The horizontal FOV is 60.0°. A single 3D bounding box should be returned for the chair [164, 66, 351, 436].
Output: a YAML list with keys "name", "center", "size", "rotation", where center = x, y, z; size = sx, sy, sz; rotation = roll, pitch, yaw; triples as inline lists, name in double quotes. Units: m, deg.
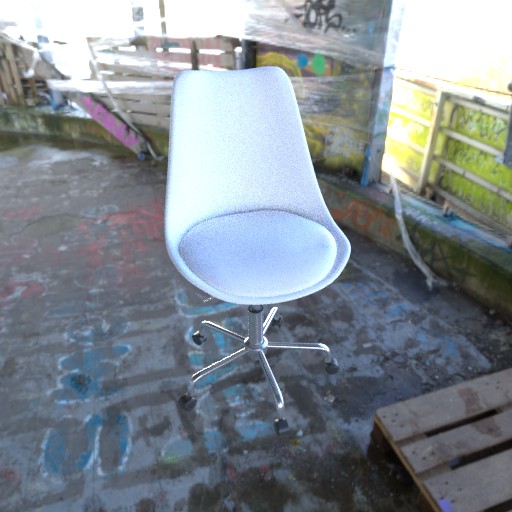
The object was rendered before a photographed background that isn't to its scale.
- name: "chair"
  center: [0.000, 0.000, 1.273]
  size: [0.550, 0.930, 0.550]
  rotation: [-9, 33, -14]
